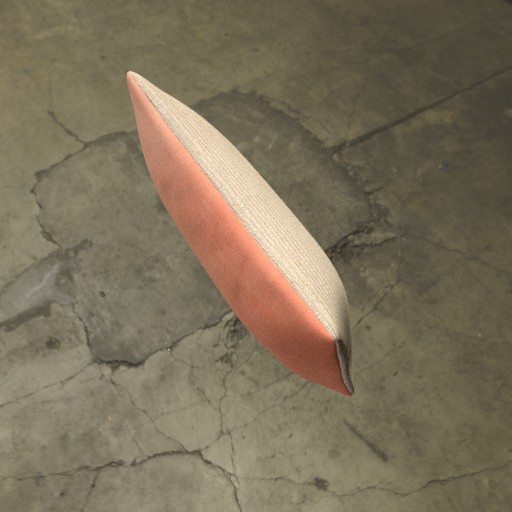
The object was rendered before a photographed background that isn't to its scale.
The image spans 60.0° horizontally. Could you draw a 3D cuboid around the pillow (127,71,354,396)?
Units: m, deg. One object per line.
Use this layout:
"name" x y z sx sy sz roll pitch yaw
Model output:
"pillow" 0.000 0.000 0.645 0.177 0.401 0.424 -28 62 -17
